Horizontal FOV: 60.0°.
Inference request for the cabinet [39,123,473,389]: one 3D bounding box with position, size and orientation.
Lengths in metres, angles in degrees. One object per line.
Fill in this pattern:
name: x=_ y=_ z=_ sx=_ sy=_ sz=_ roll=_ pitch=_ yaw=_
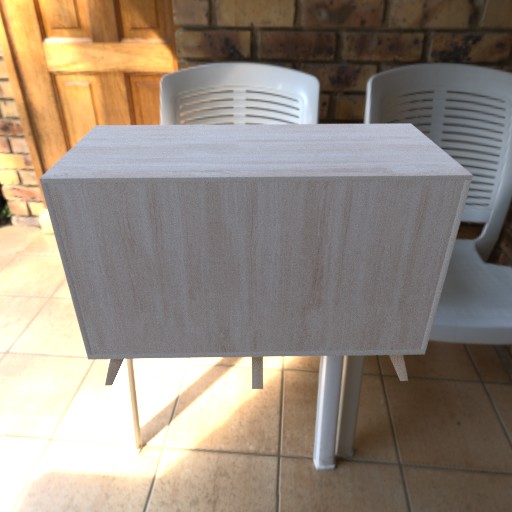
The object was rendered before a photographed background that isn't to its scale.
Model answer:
cabinet: x=0.000 y=0.000 z=1.550 sx=1.110 sy=0.780 sz=0.500 roll=-1 pitch=31 yaw=-1
